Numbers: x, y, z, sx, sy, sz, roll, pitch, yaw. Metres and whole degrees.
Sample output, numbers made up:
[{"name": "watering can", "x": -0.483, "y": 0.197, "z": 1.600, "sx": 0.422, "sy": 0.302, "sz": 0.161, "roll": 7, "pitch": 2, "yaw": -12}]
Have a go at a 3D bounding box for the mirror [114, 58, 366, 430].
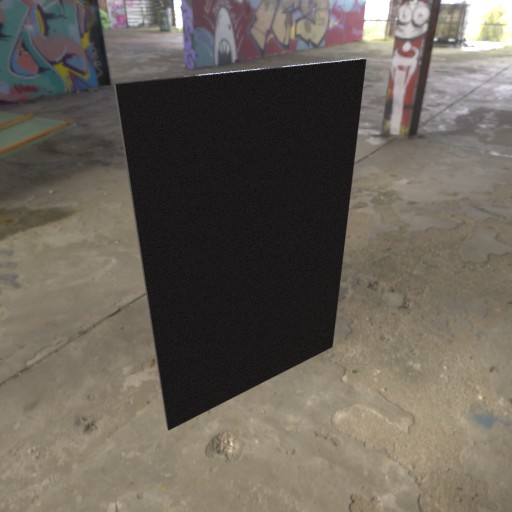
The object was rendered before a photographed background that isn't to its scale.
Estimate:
[{"name": "mirror", "x": 0.000, "y": 0.000, "z": 1.163, "sx": 0.613, "sy": 0.914, "sz": 0.039, "roll": -19, "pitch": 36, "yaw": -28}]
